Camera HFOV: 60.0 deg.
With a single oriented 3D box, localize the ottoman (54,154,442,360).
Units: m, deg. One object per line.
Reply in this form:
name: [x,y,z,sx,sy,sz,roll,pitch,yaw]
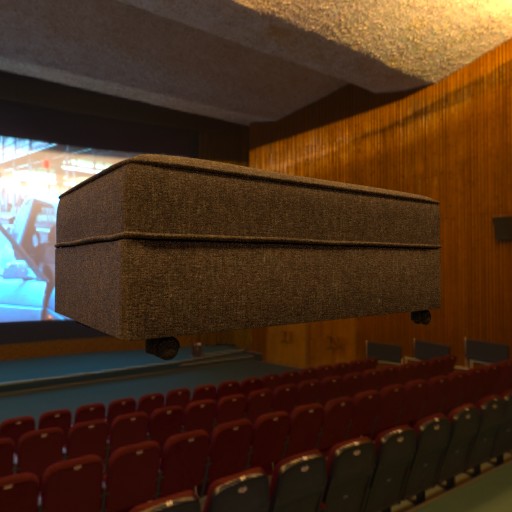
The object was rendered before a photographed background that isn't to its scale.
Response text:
ottoman: [0.000,0.000,1.538,1.184,0.487,0.717,1,-1,-36]
